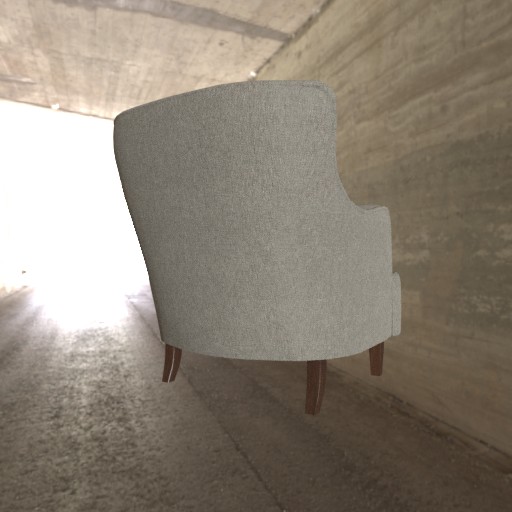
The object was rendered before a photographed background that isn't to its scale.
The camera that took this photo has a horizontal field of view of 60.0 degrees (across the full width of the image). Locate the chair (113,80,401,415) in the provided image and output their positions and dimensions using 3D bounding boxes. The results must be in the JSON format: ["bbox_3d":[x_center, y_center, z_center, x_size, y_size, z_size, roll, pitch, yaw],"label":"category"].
[{"bbox_3d":[0.000,0.000,1.561,0.820,0.920,0.910,0,0,34],"label":"chair"}]
